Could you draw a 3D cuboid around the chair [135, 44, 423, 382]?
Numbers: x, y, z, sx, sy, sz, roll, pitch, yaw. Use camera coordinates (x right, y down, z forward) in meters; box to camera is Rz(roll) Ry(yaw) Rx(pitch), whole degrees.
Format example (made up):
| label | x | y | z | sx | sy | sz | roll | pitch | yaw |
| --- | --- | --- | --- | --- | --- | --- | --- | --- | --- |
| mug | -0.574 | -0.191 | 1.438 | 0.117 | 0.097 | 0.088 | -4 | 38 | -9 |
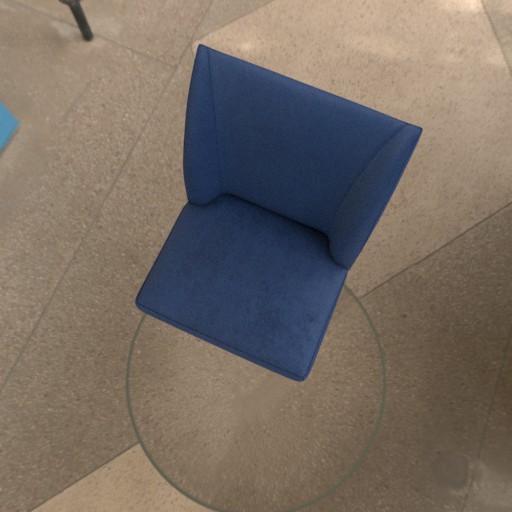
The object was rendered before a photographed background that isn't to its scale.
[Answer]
| label | x | y | z | sx | sy | sz | roll | pitch | yaw |
| --- | --- | --- | --- | --- | --- | --- | --- | --- | --- |
| chair | 0.000 | 0.000 | 1.206 | 0.508 | 0.863 | 0.522 | 23 | 76 | 6 |
